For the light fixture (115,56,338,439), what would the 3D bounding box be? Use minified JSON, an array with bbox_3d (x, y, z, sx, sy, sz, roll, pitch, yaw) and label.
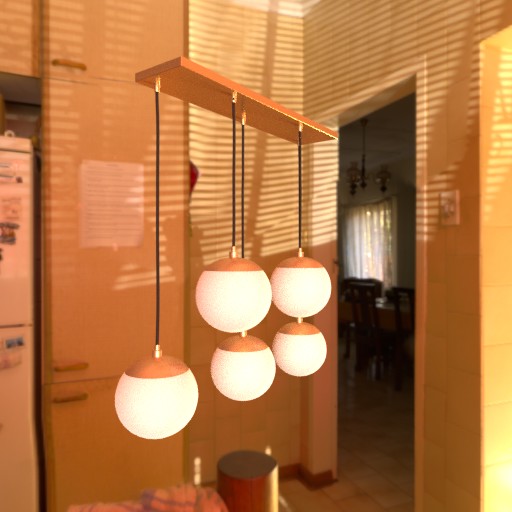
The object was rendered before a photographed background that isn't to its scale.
[{"bbox_3d":[0.000,0.000,1.311,0.299,0.869,0.863,0,0,36],"label":"light fixture"}]
